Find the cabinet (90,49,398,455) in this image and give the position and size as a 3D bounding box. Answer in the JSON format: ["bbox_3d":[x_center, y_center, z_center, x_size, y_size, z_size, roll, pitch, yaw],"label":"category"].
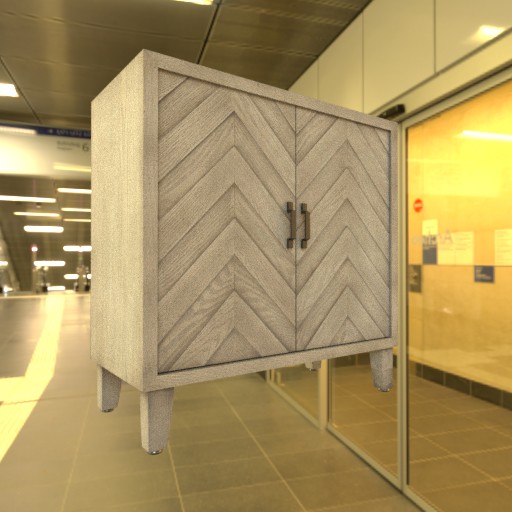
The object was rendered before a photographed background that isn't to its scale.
[{"bbox_3d":[0.000,0.000,1.214,0.781,0.787,0.370,0,-1,-36],"label":"cabinet"}]
